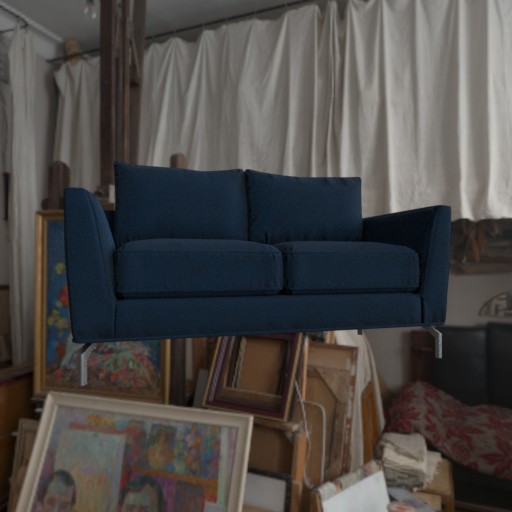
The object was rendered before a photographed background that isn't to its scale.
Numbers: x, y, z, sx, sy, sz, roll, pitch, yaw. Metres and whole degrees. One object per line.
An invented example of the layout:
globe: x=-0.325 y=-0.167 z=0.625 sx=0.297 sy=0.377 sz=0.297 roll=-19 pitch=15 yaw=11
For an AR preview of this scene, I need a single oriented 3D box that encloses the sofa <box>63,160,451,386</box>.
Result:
sofa: x=0.000 y=0.000 z=2.310 sx=1.770 sy=1.002 sz=0.853 roll=0 pitch=-1 yaw=-17
